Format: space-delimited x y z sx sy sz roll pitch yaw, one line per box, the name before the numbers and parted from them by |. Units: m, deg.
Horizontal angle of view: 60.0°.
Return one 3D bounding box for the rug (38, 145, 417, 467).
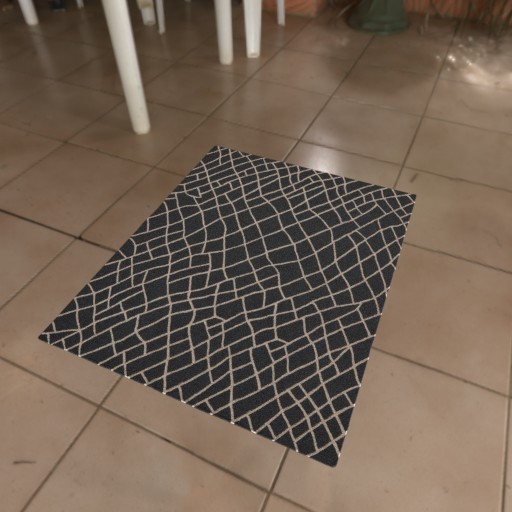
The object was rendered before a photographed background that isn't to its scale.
rug | 0.000 0.000 4.119 2.439 0.022 3.047 17 48 16
